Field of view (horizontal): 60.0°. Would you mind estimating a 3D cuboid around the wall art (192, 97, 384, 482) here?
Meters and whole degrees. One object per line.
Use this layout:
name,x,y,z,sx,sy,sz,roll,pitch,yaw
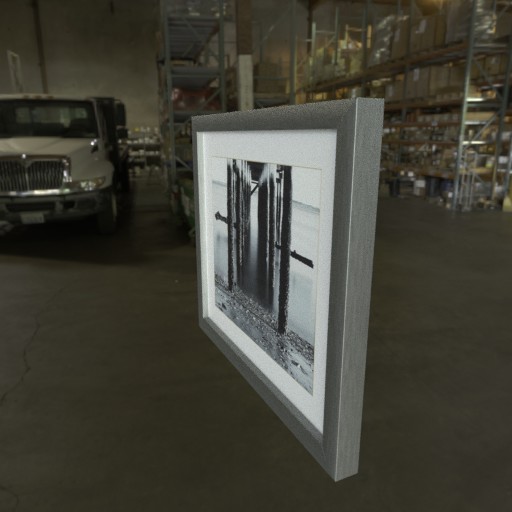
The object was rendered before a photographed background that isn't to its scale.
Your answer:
wall art,0.000,0.000,0.529,0.028,0.330,0.380,-7,17,-25
